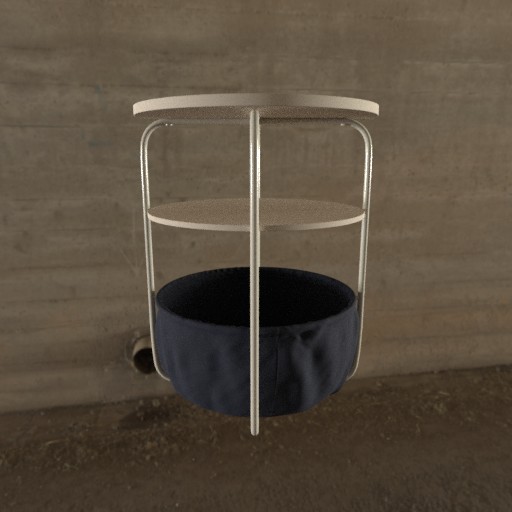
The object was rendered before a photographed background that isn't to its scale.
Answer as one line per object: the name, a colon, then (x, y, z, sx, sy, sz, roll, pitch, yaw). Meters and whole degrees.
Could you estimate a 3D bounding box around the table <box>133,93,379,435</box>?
table: (0.000, 0.000, 0.841, 0.418, 0.532, 0.418, -12, 18, -43)
